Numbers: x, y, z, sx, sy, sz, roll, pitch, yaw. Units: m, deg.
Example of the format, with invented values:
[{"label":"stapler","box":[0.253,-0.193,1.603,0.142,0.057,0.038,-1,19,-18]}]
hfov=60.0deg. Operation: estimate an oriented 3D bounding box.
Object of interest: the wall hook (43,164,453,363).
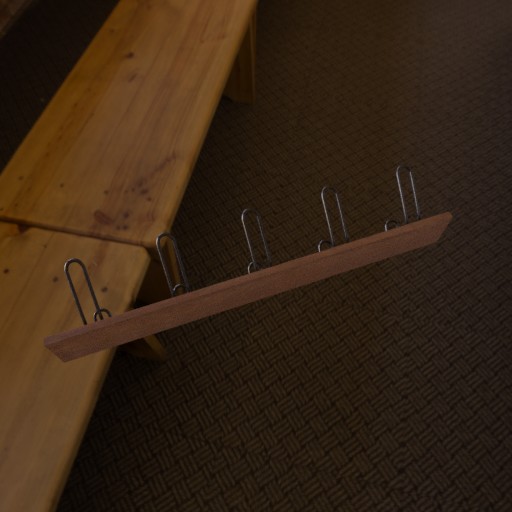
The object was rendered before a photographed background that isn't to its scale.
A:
[{"label":"wall hook","box":[0.000,0.000,0.595,0.554,0.116,0.076,-17,60,-10]}]
